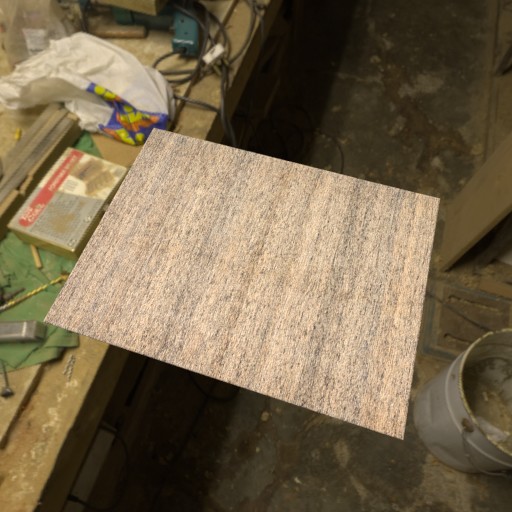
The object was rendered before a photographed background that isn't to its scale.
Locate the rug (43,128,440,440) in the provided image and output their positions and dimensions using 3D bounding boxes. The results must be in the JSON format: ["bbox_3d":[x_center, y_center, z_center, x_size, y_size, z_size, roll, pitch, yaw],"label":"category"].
[{"bbox_3d":[0.000,0.000,4.242,3.199,0.036,2.414,16,63,8],"label":"rug"}]
